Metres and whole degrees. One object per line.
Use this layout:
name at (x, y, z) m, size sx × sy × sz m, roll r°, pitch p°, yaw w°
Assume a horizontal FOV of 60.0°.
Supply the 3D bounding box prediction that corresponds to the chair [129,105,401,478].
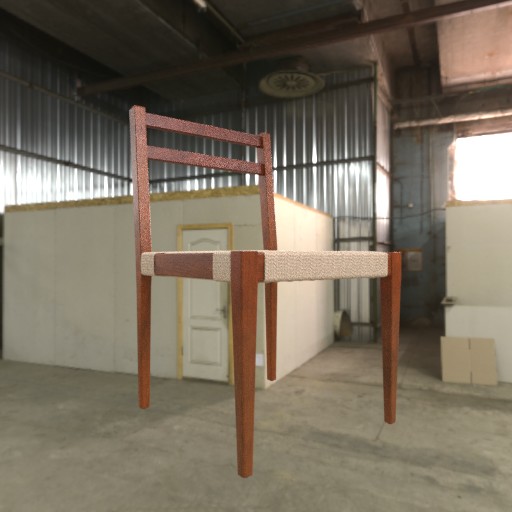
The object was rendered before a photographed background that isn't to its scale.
chair at (0.000, 0.000, 1.200) m, size 0.495 × 0.851 × 0.569 m, roll 0°, pitch 0°, yaw -37°
